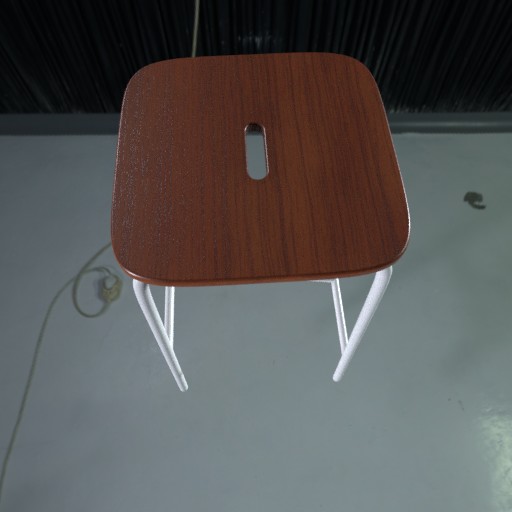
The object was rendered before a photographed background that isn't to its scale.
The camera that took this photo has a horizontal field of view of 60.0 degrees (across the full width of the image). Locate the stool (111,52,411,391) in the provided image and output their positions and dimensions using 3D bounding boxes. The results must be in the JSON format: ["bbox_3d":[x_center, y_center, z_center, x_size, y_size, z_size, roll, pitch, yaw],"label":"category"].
[{"bbox_3d":[0.000,0.000,0.841,0.376,0.610,0.376,-3,64,-2],"label":"stool"}]
